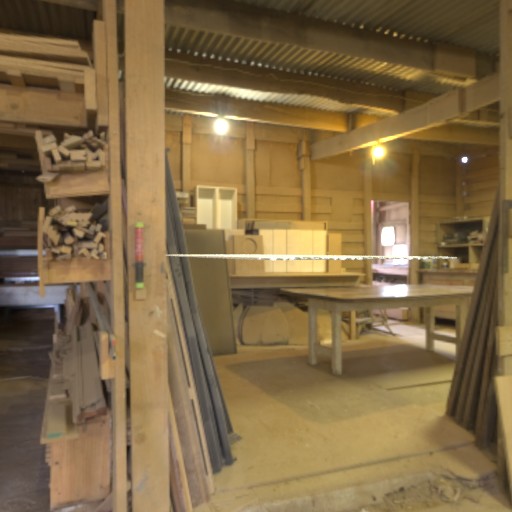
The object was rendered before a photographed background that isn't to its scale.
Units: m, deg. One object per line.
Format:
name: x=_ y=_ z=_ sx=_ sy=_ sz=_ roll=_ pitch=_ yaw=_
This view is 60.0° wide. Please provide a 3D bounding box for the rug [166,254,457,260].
rug: x=0.000 y=0.000 z=2.710 sx=0.774 sy=0.011 sz=2.449 roll=0 pitch=0 yaw=-19
